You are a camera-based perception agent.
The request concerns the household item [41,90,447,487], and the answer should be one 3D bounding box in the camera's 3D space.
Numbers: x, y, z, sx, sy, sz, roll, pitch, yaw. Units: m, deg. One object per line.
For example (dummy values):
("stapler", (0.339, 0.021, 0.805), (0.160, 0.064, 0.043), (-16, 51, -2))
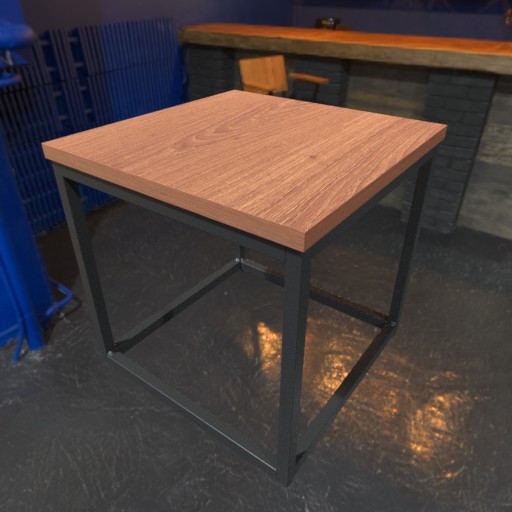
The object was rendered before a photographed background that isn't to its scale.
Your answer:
("household item", (0.000, 0.000, 0.719), (0.400, 0.400, 0.400), (22, 38, 30))
